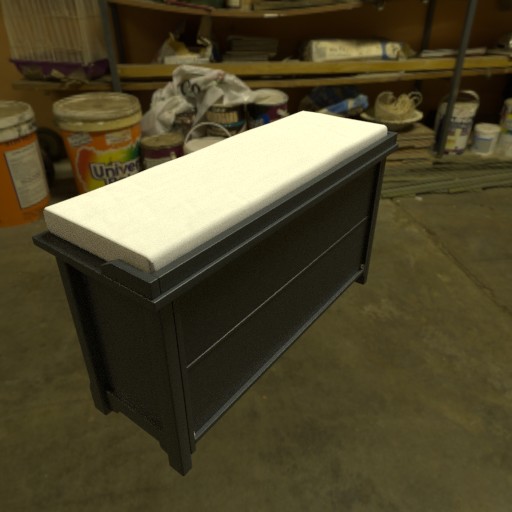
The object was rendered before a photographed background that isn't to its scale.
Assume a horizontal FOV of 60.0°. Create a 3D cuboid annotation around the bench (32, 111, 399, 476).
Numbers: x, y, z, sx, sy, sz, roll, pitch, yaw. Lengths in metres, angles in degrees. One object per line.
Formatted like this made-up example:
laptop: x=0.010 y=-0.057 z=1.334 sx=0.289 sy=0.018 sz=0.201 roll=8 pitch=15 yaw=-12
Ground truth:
bench: x=0.000 y=0.000 z=1.207 sx=0.345 sy=0.561 sz=0.973 roll=22 pitch=38 yaw=31
